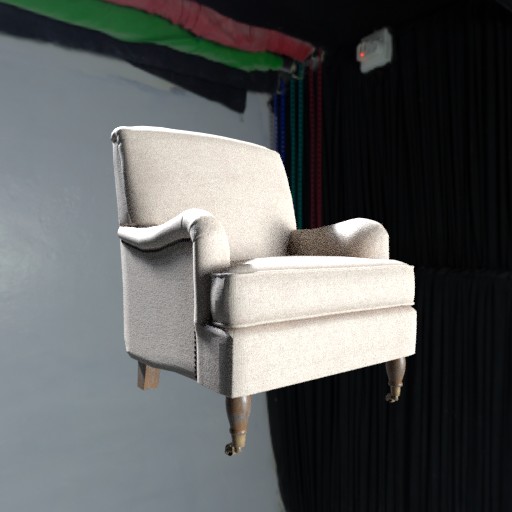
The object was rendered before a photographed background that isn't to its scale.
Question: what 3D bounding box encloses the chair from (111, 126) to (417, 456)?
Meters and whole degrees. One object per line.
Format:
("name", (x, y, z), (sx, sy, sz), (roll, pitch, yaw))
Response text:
("chair", (0.000, 0.000, 1.777), (0.879, 1.119, 0.953), (-1, 2, -37))
